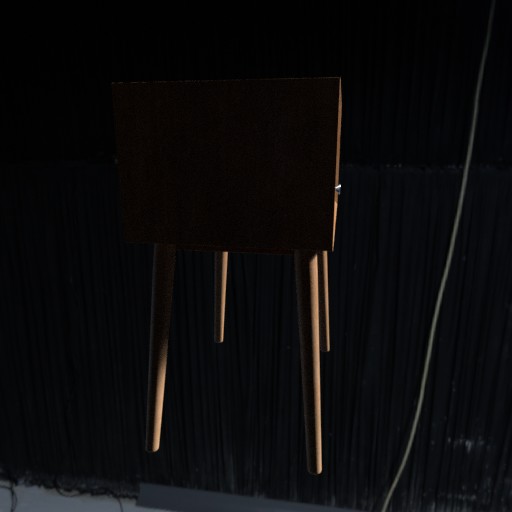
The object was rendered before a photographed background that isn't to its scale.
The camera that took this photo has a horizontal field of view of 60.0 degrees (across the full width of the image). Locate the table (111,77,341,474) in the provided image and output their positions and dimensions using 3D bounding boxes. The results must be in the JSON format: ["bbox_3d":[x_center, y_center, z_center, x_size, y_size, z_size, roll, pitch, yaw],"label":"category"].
[{"bbox_3d":[0.000,0.000,0.854,0.307,0.580,0.454,3,15,10],"label":"table"}]
